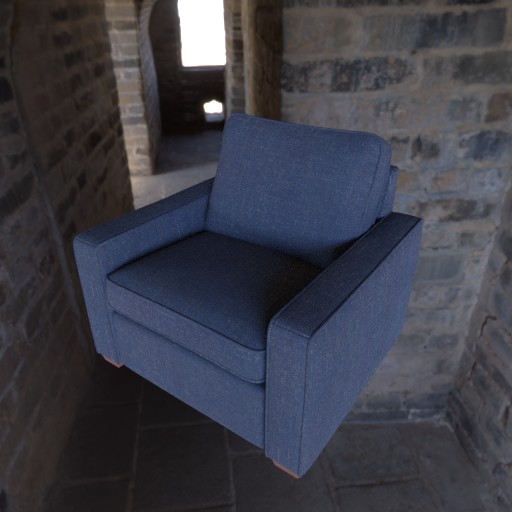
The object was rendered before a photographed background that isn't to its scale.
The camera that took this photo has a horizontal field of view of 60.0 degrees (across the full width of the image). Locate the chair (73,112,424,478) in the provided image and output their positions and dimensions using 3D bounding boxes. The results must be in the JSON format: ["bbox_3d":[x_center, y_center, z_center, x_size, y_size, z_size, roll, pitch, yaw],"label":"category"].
[{"bbox_3d":[0.000,0.000,1.720,1.017,0.919,0.940,19,34,30],"label":"chair"}]
